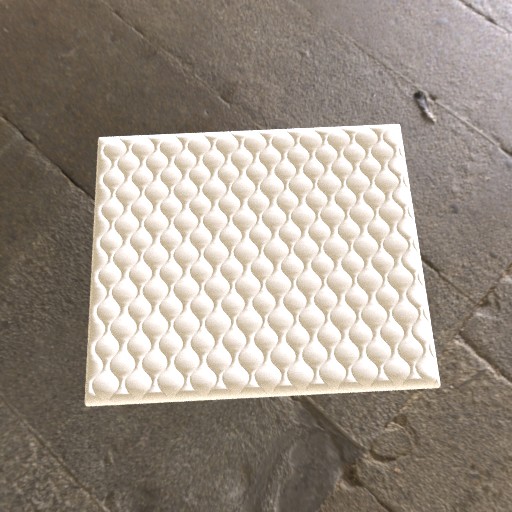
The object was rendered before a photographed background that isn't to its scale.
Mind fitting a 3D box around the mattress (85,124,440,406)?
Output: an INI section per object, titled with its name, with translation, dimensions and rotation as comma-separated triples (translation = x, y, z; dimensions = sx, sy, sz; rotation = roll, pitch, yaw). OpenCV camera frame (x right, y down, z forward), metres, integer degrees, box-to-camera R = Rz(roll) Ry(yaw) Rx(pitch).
[mattress]
translation = 0.000, 0.000, 2.631
dimensions = 1.900, 0.200, 1.600
rotation = -3, 74, -1
